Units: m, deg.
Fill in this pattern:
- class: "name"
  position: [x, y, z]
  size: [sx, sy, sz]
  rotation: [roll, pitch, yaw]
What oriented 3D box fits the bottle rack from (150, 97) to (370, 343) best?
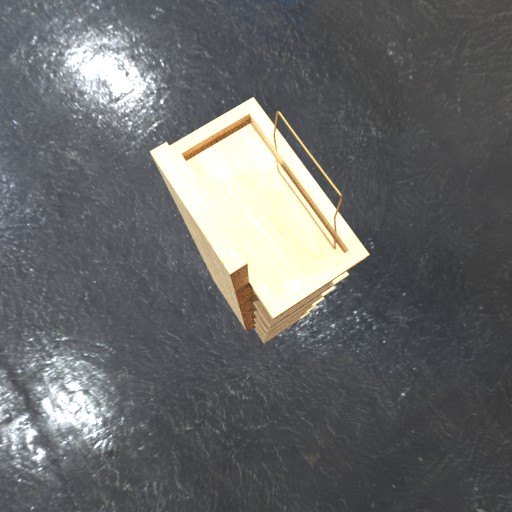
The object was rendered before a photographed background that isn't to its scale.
- class: "bottle rack"
  position: [0.000, 0.000, 1.038]
  size: [0.206, 0.943, 0.330]
  rotation: [-32, 78, -8]
